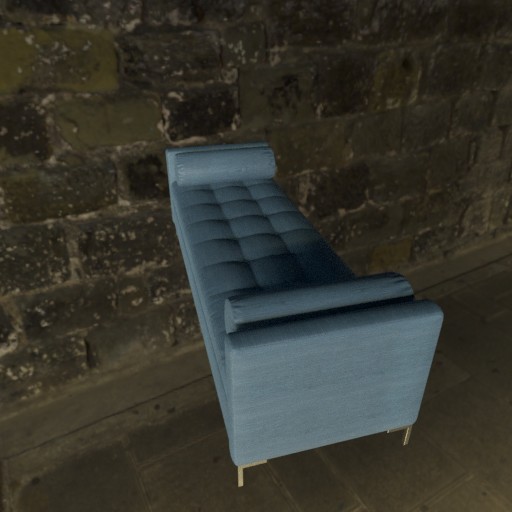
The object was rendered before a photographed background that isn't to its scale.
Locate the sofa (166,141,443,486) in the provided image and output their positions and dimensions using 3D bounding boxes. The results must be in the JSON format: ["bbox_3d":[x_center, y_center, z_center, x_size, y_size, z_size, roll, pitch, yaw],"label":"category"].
[{"bbox_3d":[0.000,0.000,2.259,0.686,0.635,1.981,-8,31,-13],"label":"sofa"}]
